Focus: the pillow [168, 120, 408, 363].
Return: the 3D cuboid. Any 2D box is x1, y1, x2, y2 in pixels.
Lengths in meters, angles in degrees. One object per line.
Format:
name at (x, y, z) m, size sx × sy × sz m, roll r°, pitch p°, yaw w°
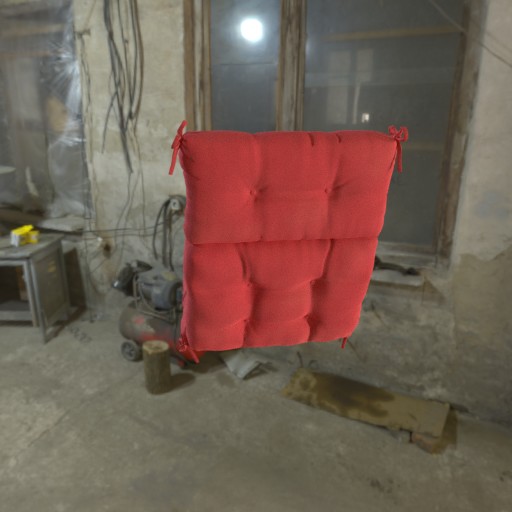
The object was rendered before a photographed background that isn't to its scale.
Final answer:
pillow at (0.000, 0.000, 1.489) m, size 0.526 × 0.863 × 1.016 m, roll -2°, pitch 17°, yaw -8°
